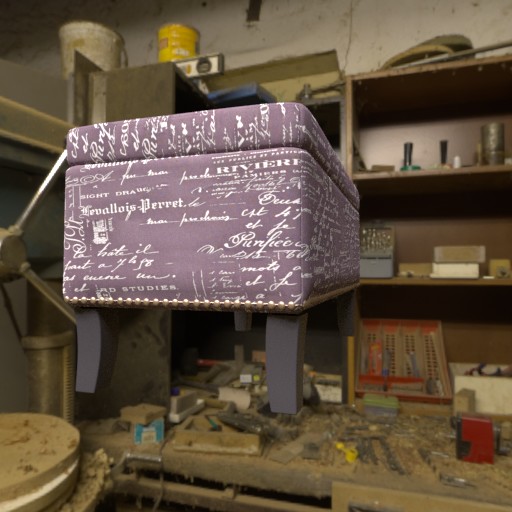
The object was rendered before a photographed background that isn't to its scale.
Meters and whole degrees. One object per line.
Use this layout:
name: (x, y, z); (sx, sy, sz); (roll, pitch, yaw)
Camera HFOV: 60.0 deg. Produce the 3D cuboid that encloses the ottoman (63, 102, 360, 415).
ottoman: (0.000, 0.000, 1.030); (0.406, 0.457, 0.813); (0, -2, 18)
